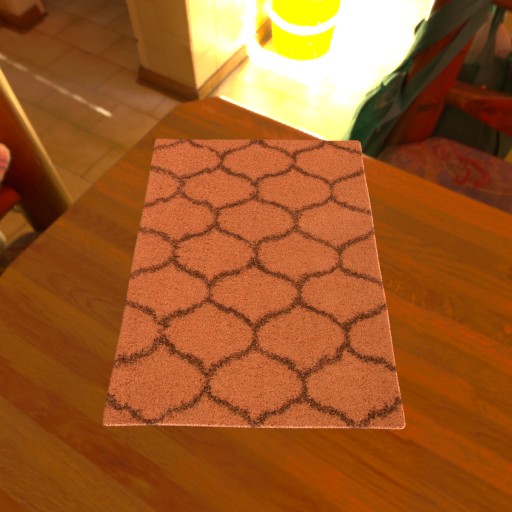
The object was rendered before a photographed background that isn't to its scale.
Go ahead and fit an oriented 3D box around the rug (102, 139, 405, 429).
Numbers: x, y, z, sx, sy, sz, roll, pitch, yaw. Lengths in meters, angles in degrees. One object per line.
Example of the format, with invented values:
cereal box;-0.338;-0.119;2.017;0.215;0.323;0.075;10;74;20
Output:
rug;0.000;0.000;2.174;1.200;0.025;1.600;1;58;0
